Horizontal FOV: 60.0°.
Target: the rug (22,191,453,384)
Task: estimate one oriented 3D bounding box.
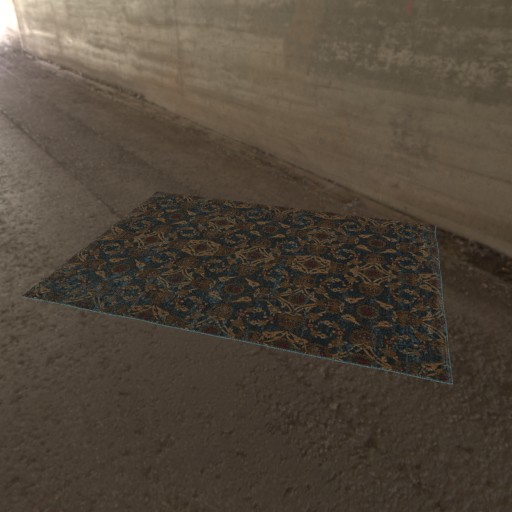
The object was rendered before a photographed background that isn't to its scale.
[{"bbox_3d":[0.000,0.000,4.162,3.291,0.013,2.337,9,32,14],"label":"rug"}]
